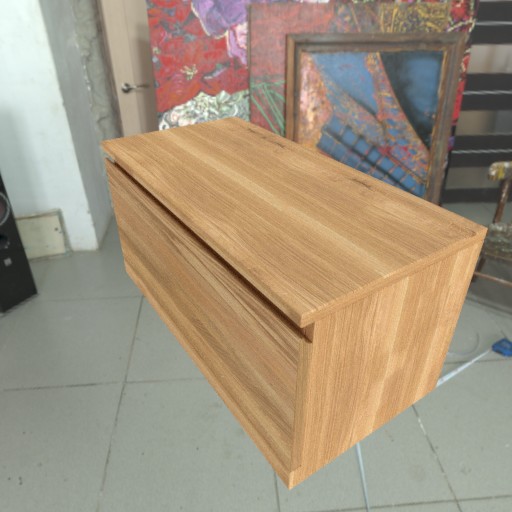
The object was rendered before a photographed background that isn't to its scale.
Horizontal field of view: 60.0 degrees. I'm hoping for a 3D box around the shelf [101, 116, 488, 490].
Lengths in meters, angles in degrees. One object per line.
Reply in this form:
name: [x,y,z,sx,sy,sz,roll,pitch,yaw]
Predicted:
shelf: [0.000,0.000,1.035,0.400,0.400,0.800,-20,38,-28]
